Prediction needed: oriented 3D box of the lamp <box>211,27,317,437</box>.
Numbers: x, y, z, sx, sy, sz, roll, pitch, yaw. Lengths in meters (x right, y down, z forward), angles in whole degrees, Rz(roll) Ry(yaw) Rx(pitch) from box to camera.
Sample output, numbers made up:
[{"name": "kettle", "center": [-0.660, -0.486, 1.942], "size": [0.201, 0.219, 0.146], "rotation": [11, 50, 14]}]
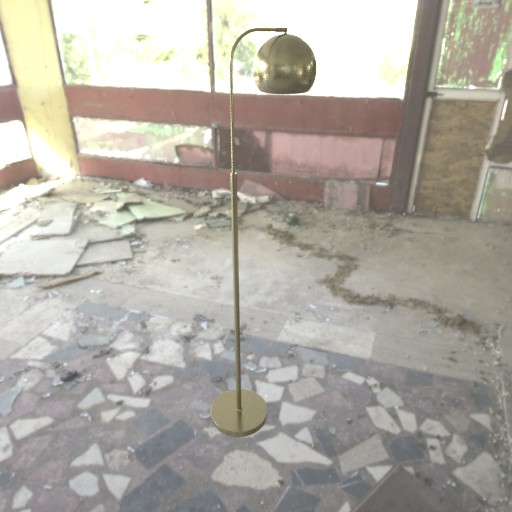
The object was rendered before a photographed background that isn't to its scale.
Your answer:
[{"name": "lamp", "center": [0.000, 0.000, 1.663], "size": [0.431, 1.526, 0.250], "rotation": [-17, 32, -31]}]
